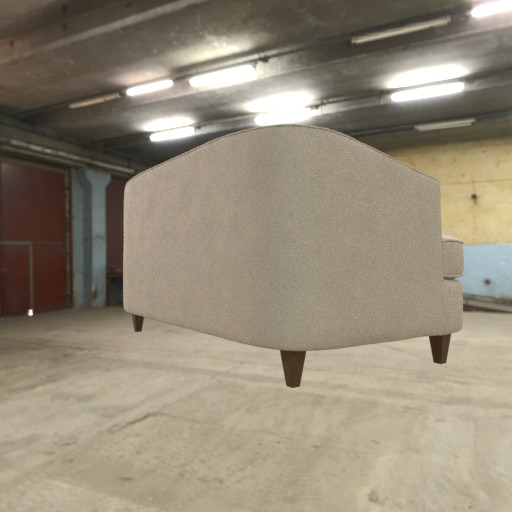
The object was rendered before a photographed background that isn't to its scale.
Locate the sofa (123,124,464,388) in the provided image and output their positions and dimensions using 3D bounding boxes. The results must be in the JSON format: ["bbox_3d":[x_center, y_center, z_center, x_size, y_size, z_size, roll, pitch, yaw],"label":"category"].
[{"bbox_3d":[0.000,0.000,2.242,0.940,0.878,1.731,1,-1,-35],"label":"sofa"}]
